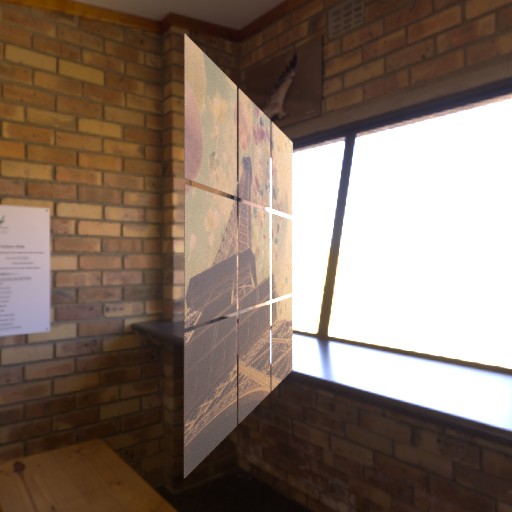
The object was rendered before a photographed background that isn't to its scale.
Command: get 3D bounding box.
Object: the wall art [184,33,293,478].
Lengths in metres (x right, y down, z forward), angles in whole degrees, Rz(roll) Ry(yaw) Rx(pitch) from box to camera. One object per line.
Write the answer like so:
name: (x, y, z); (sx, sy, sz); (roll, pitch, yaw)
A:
wall art: (0.000, 0.000, 2.218); (0.002, 1.505, 1.517); (0, 0, 19)
